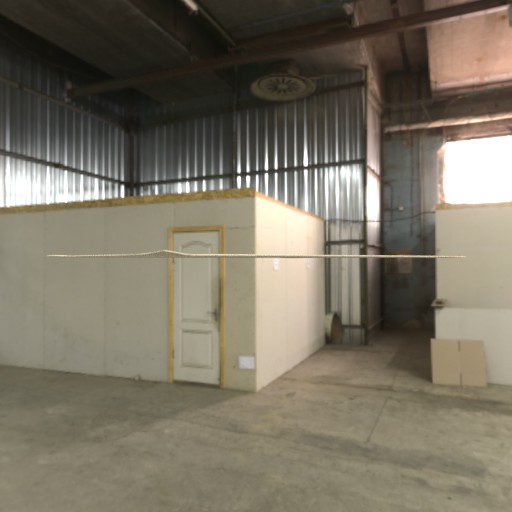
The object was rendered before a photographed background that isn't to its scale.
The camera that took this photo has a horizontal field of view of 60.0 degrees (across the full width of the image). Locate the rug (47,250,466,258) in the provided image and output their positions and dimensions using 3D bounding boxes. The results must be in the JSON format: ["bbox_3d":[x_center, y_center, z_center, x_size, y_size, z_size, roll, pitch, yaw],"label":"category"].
[{"bbox_3d":[0.000,0.000,3.879,2.897,0.035,2.277,0,0,-38],"label":"rug"}]
